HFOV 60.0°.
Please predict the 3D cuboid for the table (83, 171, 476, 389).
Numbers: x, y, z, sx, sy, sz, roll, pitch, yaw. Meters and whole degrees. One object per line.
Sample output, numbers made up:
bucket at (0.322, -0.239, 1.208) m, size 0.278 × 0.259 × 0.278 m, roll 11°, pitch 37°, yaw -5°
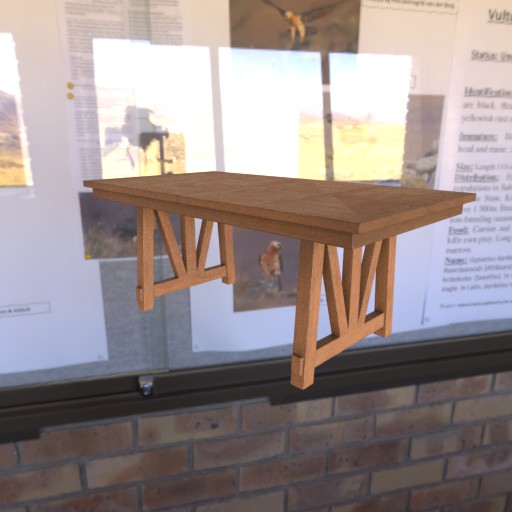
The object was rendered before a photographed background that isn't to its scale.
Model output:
table at (0.000, 0.000, 2.450) m, size 1.881 × 0.768 × 1.016 m, roll 14°, pitch 21°, yaw 42°
